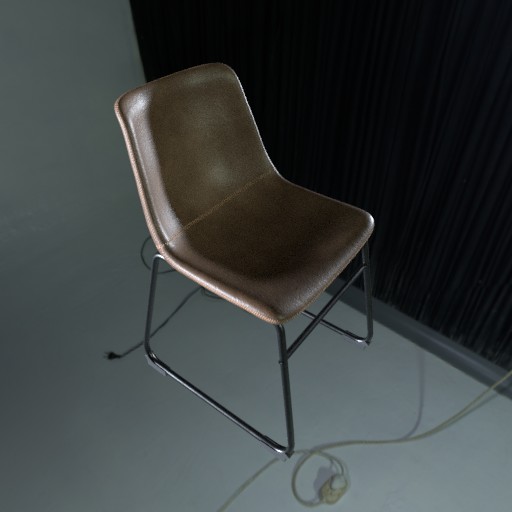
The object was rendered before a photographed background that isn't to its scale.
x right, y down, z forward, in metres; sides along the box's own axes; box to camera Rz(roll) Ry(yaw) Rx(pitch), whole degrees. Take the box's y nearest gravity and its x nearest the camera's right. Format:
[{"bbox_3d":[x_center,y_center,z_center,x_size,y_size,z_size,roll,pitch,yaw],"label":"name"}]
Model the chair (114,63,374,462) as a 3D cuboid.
[{"bbox_3d":[0.000,0.000,1.117,0.551,0.780,0.460,26,47,27],"label":"chair"}]
